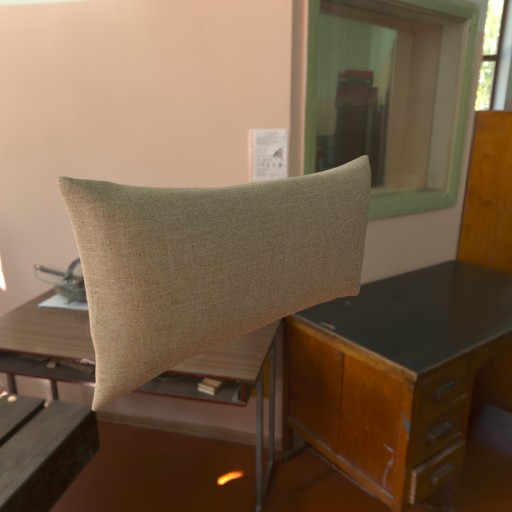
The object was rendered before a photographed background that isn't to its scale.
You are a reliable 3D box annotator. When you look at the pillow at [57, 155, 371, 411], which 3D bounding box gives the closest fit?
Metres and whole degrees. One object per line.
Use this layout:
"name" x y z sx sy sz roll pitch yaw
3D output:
"pillow" 0.000 0.000 1.031 0.859 0.429 0.197 -14 21 -42
